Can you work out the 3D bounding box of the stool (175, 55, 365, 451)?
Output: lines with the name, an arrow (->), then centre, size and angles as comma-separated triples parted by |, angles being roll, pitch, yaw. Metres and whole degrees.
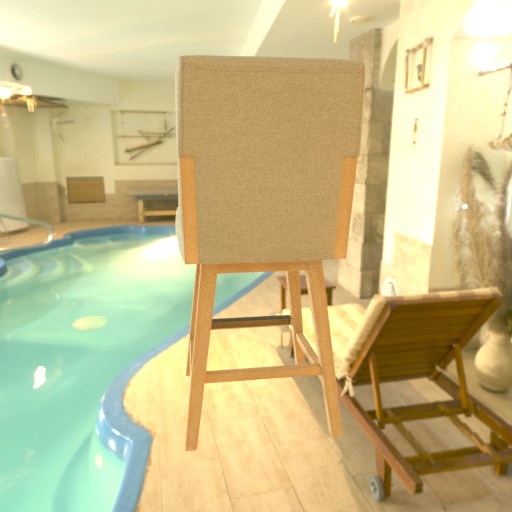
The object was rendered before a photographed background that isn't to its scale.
stool -> 0.000, 0.000, 1.421 | 0.507, 1.085, 0.606 | -2, 13, -8
